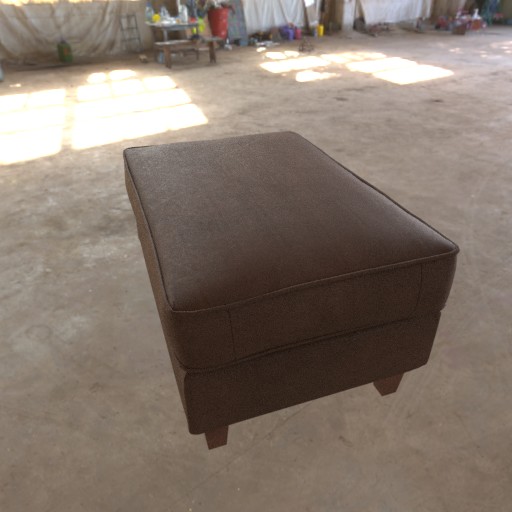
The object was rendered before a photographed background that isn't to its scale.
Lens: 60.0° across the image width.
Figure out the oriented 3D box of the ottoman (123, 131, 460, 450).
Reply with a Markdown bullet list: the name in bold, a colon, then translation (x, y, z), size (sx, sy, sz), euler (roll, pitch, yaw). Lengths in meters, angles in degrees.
- **ottoman**: translation (0.000, 0.000, 1.210), size (0.596, 0.481, 0.860), euler (-11, 34, -16)
